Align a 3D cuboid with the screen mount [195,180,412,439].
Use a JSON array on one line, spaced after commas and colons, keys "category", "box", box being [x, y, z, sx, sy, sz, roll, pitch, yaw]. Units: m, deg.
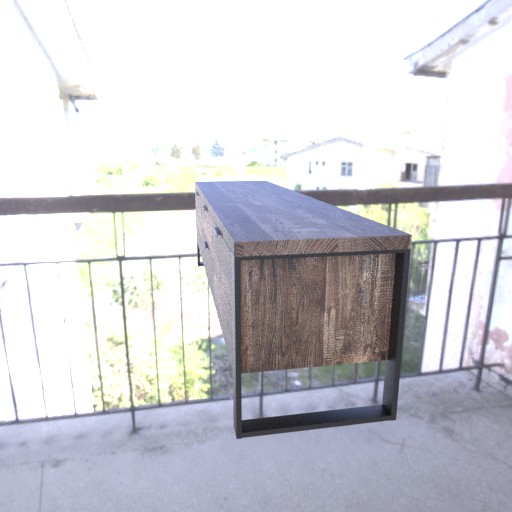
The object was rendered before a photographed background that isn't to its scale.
[{"category": "screen mount", "box": [0.000, 0.000, 1.693, 0.395, 0.450, 1.524, -3, 14, -10]}]
